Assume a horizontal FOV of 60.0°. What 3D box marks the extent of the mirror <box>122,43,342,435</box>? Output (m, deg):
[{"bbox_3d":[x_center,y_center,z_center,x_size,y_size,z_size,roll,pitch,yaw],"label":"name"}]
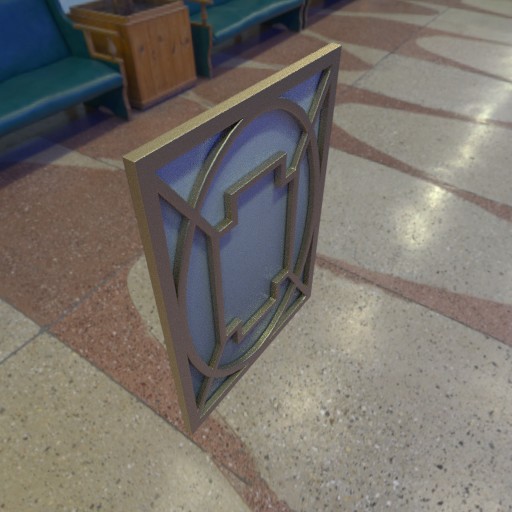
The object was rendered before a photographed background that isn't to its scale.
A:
[{"bbox_3d":[0.000,0.000,1.340,0.032,1.023,0.756,26,49,26],"label":"mirror"}]
